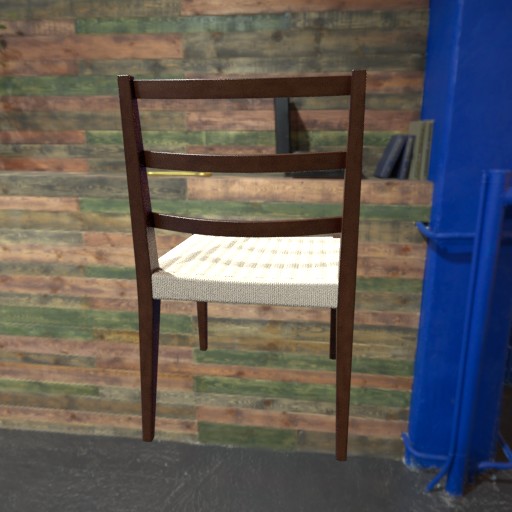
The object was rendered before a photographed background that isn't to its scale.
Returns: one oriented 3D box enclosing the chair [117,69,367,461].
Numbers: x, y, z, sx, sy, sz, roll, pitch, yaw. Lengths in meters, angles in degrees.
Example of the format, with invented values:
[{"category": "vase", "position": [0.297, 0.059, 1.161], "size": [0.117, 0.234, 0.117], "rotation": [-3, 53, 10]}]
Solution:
[{"category": "chair", "position": [0.000, 0.000, 1.143], "size": [0.480, 0.813, 0.551], "rotation": [2, 14, 8]}]
